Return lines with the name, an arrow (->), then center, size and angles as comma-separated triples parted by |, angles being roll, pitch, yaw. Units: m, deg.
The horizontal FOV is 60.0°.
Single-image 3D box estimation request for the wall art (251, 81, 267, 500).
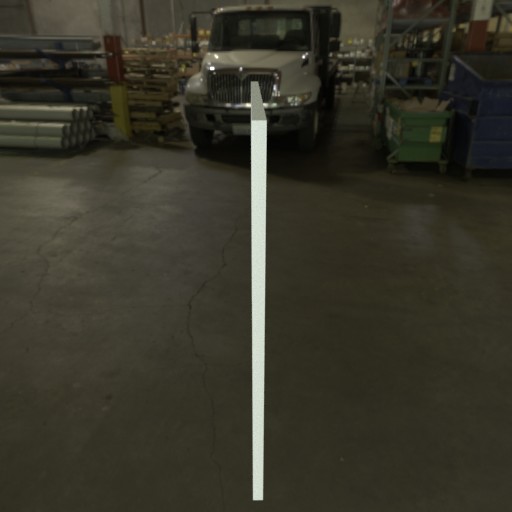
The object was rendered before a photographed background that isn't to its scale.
wall art -> 0.000, 0.000, 1.164 | 0.022, 0.803, 0.805 | 0, 25, -1
